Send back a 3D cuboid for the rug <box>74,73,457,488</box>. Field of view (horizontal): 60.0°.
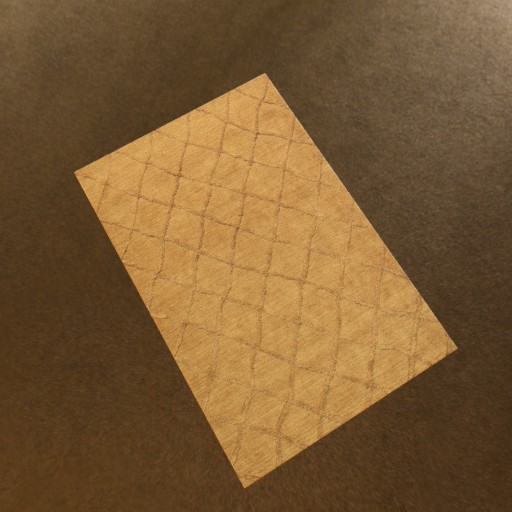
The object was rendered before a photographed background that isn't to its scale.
[{"bbox_3d":[0.000,0.000,2.886,1.528,0.014,2.292,-30,77,-7],"label":"rug"}]
